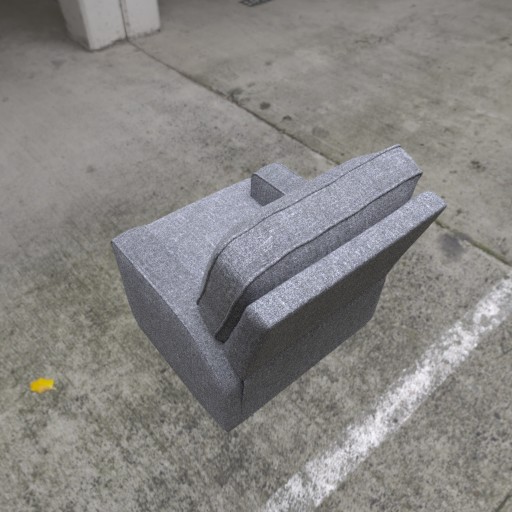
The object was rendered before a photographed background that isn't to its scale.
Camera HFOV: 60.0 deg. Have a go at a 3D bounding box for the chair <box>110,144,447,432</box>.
[{"bbox_3d":[0.000,0.000,1.702,0.861,0.962,0.964,-30,52,-27],"label":"chair"}]
